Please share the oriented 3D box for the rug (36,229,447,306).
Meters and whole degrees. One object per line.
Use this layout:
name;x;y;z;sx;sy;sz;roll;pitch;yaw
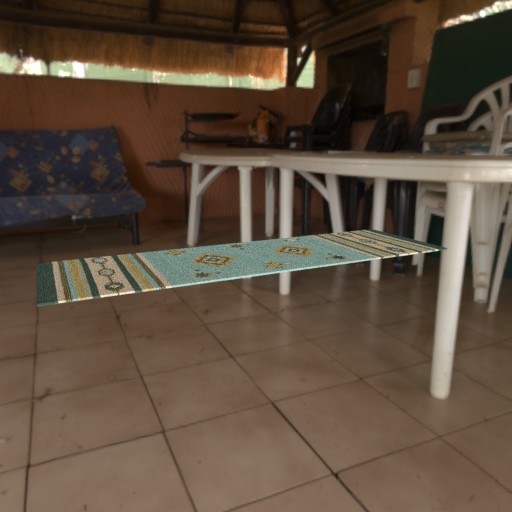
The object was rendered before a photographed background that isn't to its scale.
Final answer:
rug;0.000;0.000;2.734;2.441;0.010;0.744;-7;16;-25
